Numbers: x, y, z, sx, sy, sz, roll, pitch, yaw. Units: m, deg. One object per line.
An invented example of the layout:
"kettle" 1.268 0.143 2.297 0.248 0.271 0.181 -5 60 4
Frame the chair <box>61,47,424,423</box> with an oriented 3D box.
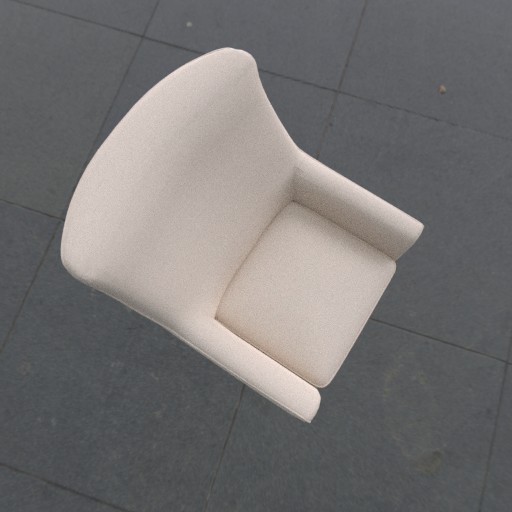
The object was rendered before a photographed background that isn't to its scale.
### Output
"chair" 0.000 0.000 1.526 0.879 0.916 0.756 32 78 8
